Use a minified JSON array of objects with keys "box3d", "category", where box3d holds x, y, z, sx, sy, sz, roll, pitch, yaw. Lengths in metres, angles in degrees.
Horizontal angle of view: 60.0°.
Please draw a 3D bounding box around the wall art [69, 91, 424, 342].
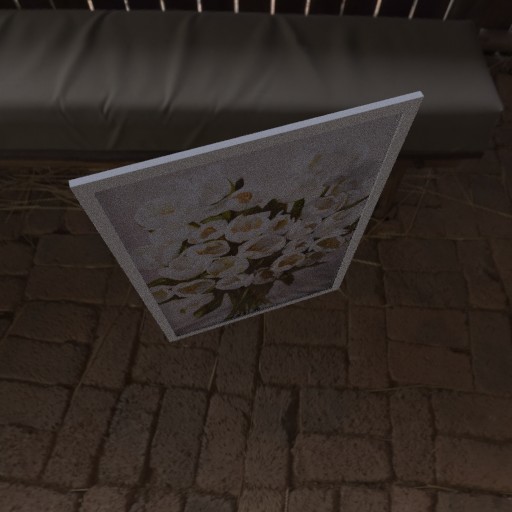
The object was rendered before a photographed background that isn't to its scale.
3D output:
[{"box3d":[0.000,0.000,1.223,0.660,0.965,0.015,-16,65,-8],"category":"wall art"}]
